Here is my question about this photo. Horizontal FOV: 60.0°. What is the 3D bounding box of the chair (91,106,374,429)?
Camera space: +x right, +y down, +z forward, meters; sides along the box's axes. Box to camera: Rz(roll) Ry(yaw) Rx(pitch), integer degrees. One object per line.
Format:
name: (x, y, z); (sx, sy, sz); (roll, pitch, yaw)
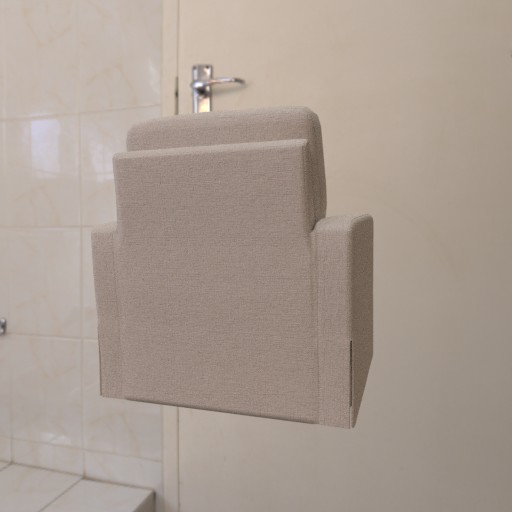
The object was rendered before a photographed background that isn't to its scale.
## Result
chair: (0.000, 0.000, 1.547); (0.755, 0.827, 0.888); (1, 2, 18)
